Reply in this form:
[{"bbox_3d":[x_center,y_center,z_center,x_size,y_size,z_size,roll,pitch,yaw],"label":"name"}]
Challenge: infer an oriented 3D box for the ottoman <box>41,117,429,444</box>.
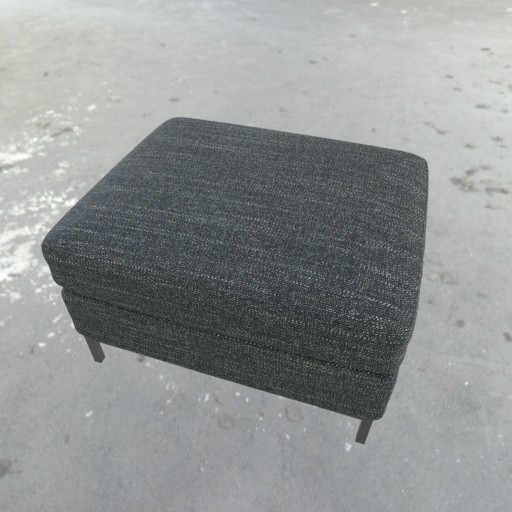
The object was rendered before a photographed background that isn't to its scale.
[{"bbox_3d":[0.000,0.000,1.217,0.814,0.491,0.667,13,44,13],"label":"ottoman"}]
